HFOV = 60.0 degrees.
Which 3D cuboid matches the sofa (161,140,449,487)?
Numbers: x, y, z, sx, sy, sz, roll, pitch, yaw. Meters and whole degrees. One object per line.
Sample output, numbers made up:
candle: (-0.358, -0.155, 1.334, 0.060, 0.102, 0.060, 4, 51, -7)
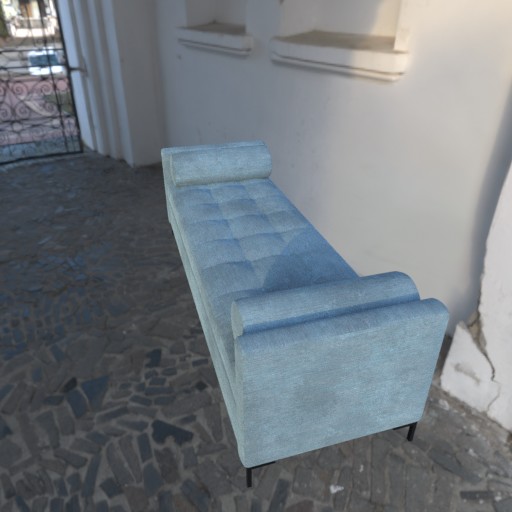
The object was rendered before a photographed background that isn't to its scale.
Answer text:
sofa: (0.000, 0.000, 2.259, 0.686, 0.635, 1.981, -9, 31, -14)
